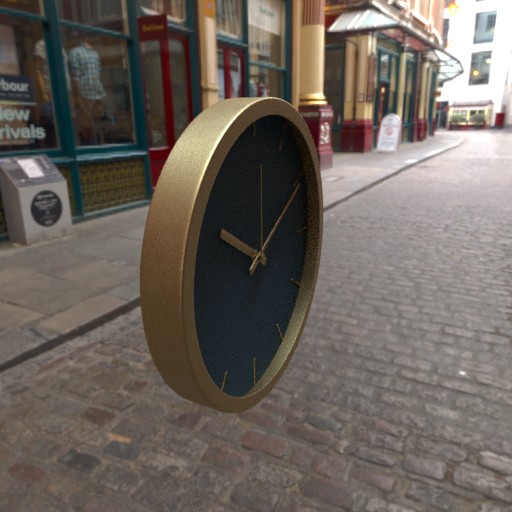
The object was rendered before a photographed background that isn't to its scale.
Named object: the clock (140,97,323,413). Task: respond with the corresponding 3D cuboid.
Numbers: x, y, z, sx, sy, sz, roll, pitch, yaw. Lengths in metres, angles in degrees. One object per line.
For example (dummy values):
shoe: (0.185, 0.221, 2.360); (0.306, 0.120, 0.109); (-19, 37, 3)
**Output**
clock: (0.000, 0.000, 0.466); (0.040, 0.314, 0.314); (8, 19, 26)
